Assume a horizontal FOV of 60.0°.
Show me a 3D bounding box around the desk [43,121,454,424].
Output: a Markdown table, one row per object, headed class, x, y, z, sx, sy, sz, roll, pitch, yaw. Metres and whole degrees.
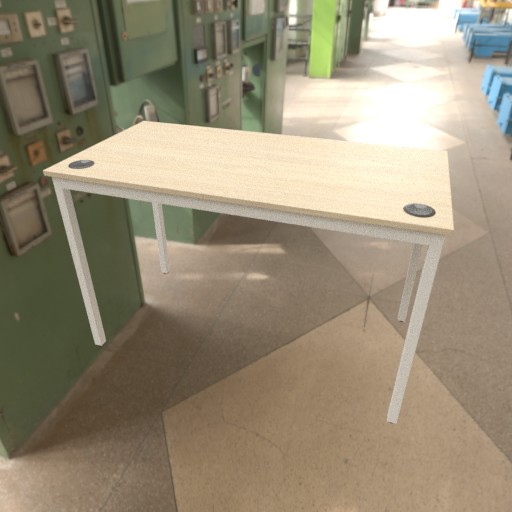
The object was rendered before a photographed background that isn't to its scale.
| class | x | y | z | sx | sy | sz | roll | pitch | yaw |
| --- | --- | --- | --- | --- | --- | --- | --- | --- | --- |
| desk | 0.000 | 0.000 | 1.657 | 1.200 | 0.750 | 0.600 | 10 | 33 | 16 |
